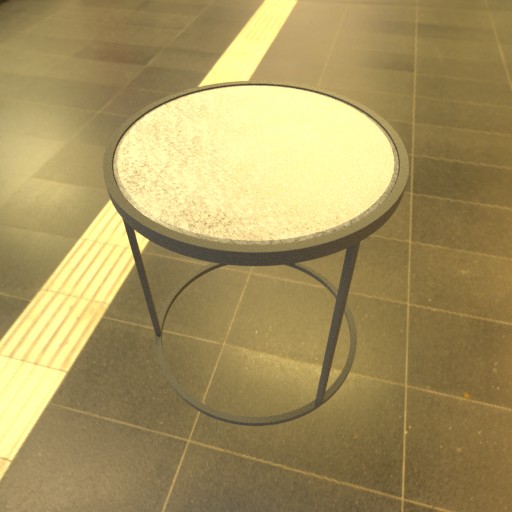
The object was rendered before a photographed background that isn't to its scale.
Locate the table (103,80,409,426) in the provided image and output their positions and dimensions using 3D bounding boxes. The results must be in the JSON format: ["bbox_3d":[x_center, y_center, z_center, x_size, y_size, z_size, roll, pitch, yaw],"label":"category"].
[{"bbox_3d":[0.000,0.000,0.876,0.470,0.498,0.470,0,46,0],"label":"table"}]
